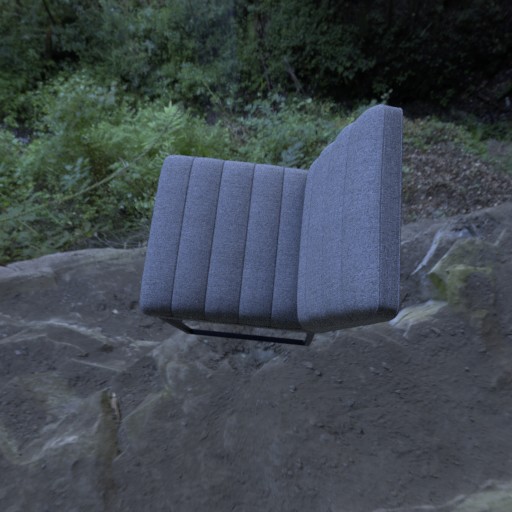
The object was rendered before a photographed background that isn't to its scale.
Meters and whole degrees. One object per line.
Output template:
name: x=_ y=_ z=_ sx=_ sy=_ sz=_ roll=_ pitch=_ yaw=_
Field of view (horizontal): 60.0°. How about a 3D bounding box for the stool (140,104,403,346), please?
stool: x=0.000 y=0.000 z=1.357 sx=0.571 sy=1.034 sz=0.459 roll=6 pitch=75 yaw=1
